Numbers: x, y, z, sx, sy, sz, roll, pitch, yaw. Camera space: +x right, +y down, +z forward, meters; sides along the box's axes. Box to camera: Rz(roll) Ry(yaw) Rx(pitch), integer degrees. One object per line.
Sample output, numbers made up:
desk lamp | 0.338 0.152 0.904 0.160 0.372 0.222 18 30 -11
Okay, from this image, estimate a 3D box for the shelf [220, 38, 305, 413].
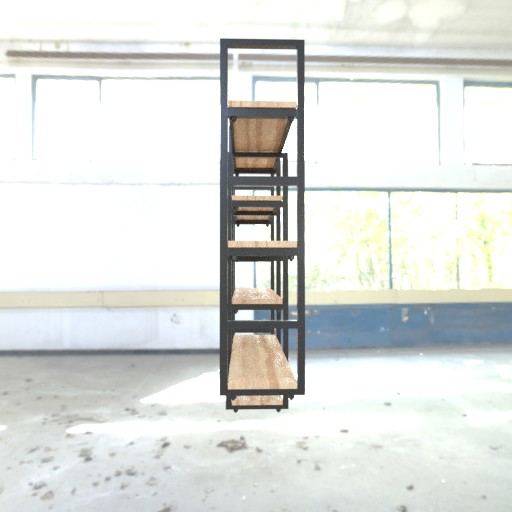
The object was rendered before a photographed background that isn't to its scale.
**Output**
shelf | 0.000 0.000 1.416 0.183 0.921 0.946 0 -1 -2
